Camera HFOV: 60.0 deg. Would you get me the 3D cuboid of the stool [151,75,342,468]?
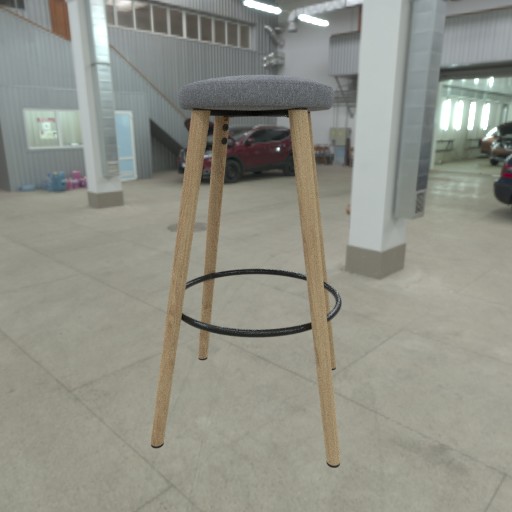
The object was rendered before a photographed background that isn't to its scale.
[{"bbox_3d":[0.000,0.000,1.022,0.410,0.770,0.410,2,17,8],"label":"stool"}]
